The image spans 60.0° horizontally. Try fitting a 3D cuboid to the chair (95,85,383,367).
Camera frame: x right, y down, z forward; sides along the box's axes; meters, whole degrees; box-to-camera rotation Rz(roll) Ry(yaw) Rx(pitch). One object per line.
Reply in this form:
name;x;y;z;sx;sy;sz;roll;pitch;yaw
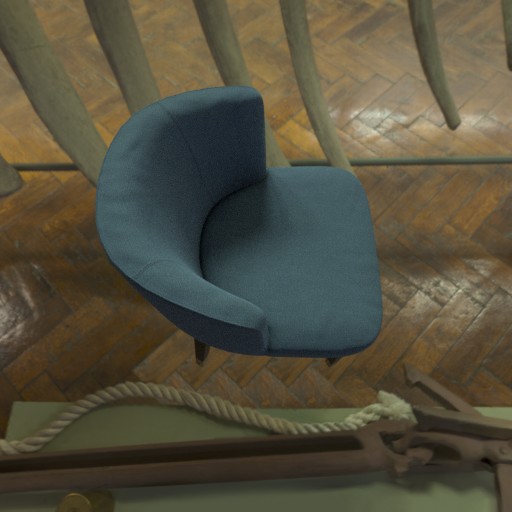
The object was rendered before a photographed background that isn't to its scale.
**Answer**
chair;0.000;0.000;1.312;0.702;0.760;0.661;0;63;0
